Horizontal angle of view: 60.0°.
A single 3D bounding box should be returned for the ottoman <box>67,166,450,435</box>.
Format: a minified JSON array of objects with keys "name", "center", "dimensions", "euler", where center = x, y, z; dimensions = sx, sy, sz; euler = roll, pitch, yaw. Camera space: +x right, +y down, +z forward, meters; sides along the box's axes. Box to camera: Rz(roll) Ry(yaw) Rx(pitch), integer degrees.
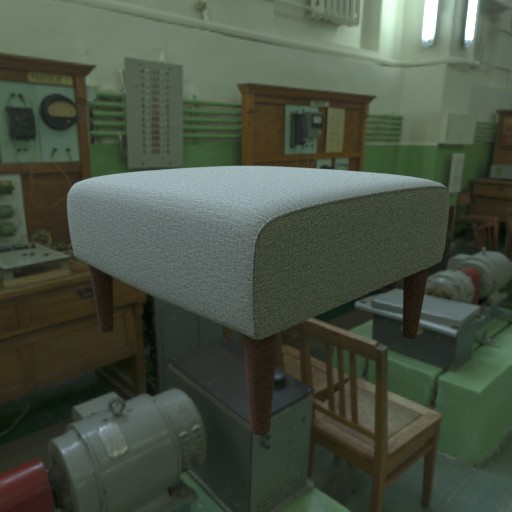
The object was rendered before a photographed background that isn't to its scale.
[{"name":"ottoman","center":[0.000,0.000,1.055],"dimensions":[0.649,0.398,0.650],"euler":[-14,20,-42]}]
